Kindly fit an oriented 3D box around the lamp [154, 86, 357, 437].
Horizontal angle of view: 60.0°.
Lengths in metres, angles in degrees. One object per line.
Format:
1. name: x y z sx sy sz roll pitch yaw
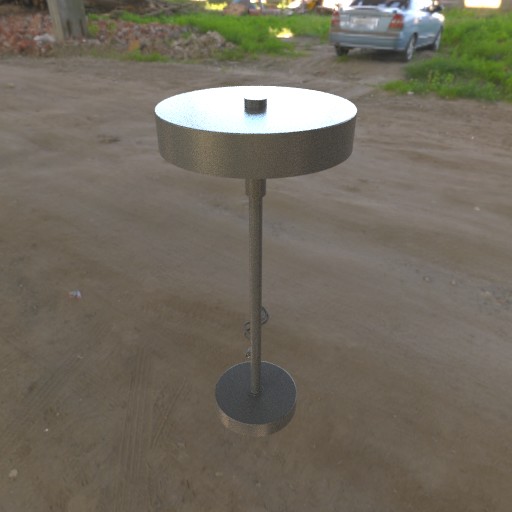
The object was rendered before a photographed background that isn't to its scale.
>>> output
1. lamp: 0.000 0.000 0.696 0.229 0.508 0.369 0 31 0
